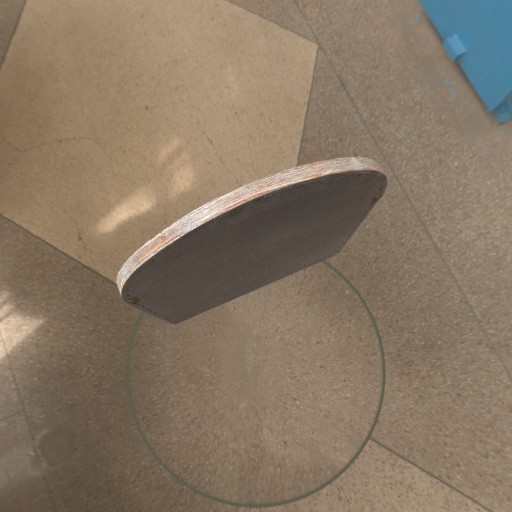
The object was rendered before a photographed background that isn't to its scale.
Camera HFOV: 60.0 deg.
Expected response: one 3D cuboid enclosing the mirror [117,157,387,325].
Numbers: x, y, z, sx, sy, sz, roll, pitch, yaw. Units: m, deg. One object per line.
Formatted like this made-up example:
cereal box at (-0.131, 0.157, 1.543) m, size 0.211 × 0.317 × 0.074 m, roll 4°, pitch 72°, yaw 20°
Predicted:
mirror at (0.000, 0.000, 1.180) m, size 0.660 × 0.920 × 0.032 m, roll -23°, pitch 77°, yaw -5°
